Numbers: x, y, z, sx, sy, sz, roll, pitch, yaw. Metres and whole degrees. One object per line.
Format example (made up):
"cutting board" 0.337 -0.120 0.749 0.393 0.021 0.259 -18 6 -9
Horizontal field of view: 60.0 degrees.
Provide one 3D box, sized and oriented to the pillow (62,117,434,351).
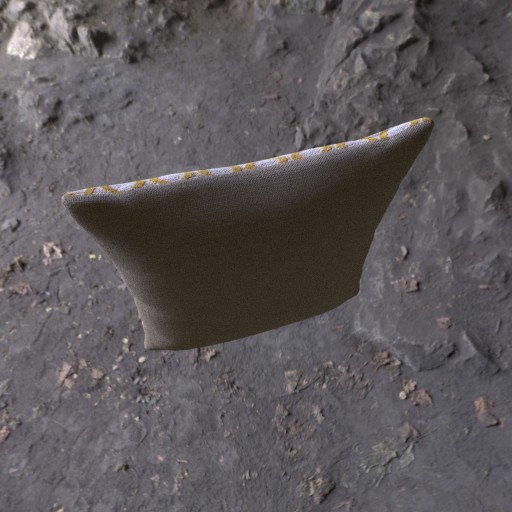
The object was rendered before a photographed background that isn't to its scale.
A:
"pillow" 0.000 0.000 0.670 0.429 0.436 0.159 -15 59 -9
